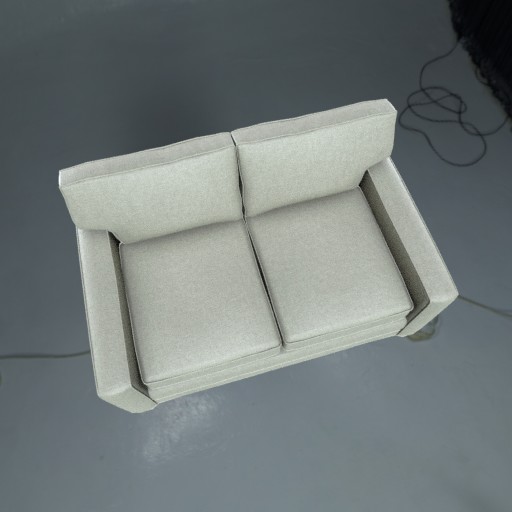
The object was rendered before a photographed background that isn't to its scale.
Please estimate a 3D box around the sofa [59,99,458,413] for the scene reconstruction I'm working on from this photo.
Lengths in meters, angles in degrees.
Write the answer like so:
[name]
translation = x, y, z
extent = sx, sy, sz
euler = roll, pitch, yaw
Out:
[sofa]
translation = 0.000, 0.000, 2.021
extent = 1.484, 0.853, 0.940
euler = -14, 65, -7
